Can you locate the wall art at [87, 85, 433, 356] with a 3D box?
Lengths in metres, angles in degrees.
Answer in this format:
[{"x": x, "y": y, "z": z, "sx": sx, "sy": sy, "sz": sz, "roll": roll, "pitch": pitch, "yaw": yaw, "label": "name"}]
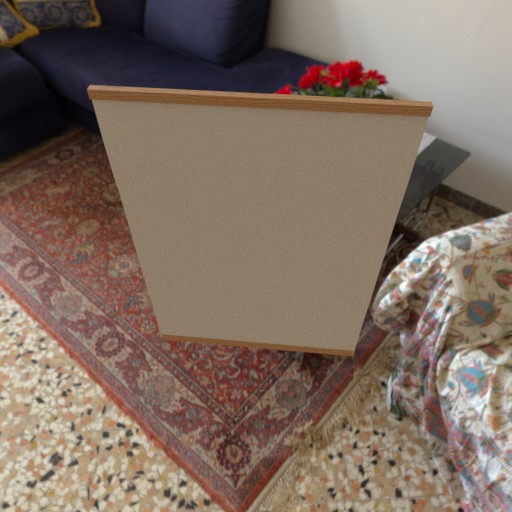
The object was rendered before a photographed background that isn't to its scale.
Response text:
[{"x": 0.000, "y": 0.000, "z": 1.322, "sx": 0.739, "sy": 1.016, "sz": 0.020, "roll": 4, "pitch": 48, "yaw": 4, "label": "wall art"}]
